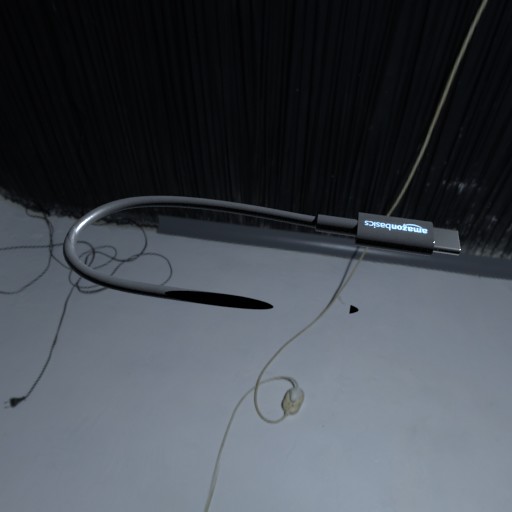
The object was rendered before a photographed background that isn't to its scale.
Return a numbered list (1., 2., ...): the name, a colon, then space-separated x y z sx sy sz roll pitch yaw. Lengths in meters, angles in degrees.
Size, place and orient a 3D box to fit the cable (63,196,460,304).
1. cable: 0.000 0.000 0.109 0.098 0.005 0.041 9 48 8
